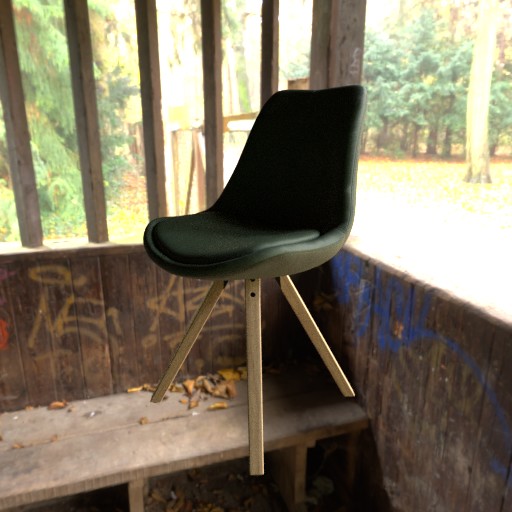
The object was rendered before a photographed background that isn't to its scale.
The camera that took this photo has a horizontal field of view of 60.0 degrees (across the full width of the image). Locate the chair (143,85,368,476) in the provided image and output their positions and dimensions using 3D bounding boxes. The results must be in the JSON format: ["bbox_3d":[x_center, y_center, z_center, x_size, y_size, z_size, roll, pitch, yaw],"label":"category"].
[{"bbox_3d":[0.000,0.000,1.175,0.483,0.865,0.547,15,22,41],"label":"chair"}]
